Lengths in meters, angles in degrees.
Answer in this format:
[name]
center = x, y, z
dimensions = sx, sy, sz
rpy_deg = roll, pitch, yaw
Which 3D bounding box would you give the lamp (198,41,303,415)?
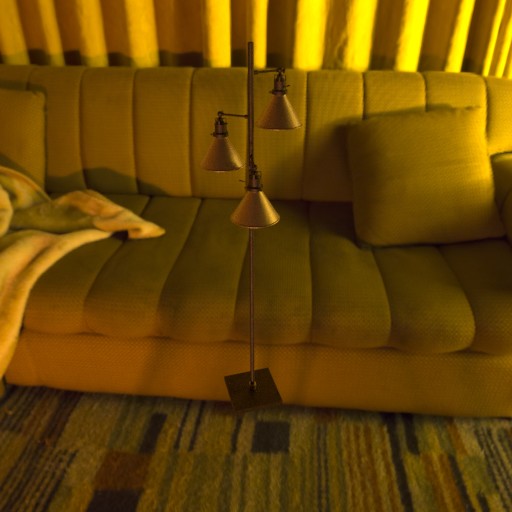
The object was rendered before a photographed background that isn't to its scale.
[lamp]
center = 0.000, 0.000, 1.969
dimensions = 0.428, 1.716, 0.415
rpy_deg = -8, 30, -14
